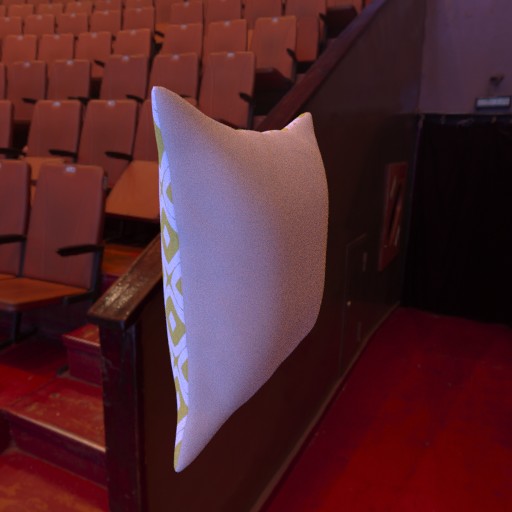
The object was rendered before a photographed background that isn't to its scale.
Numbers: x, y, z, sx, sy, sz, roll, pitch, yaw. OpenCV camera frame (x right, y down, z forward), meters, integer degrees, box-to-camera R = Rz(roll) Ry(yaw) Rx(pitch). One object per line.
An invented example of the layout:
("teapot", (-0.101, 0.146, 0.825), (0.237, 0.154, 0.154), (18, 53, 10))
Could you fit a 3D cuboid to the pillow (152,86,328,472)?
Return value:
("pillow", (0.000, 0.000, 0.754), (0.188, 0.494, 0.504), (7, 16, 25))
